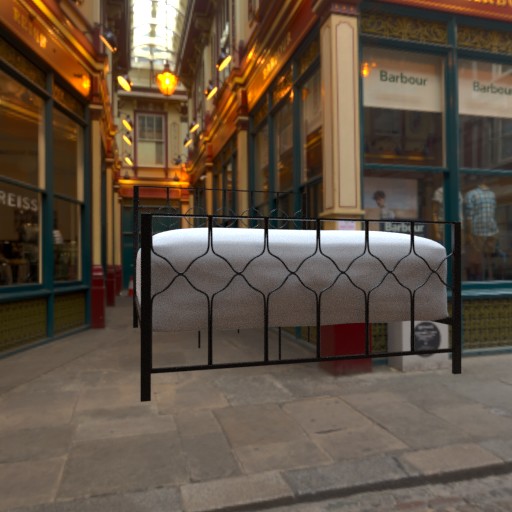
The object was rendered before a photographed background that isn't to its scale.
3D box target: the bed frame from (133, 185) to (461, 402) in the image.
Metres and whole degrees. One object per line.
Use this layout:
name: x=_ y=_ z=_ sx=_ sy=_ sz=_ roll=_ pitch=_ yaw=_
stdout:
bed frame: x=0.000 y=0.000 z=3.048 sx=1.597 sy=1.222 sz=2.063 roll=0 pitch=0 yaw=-16
